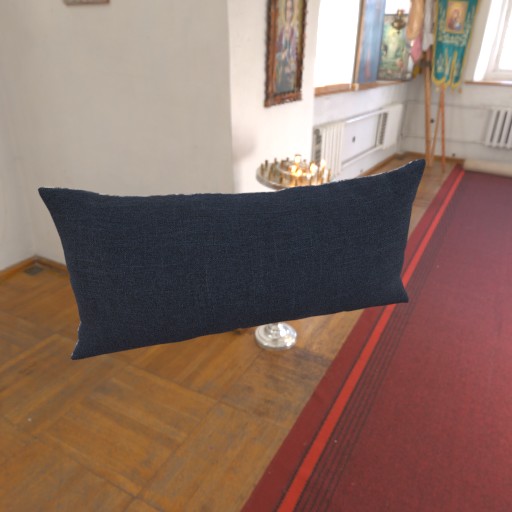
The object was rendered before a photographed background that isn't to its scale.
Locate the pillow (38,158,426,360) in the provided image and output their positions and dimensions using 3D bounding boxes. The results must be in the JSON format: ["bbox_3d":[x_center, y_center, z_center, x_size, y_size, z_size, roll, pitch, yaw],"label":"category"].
[{"bbox_3d":[0.000,0.000,0.741,0.631,0.292,0.148,-7,27,-15],"label":"pillow"}]
